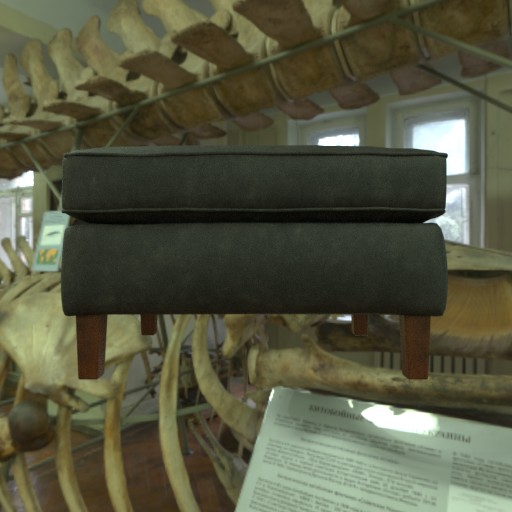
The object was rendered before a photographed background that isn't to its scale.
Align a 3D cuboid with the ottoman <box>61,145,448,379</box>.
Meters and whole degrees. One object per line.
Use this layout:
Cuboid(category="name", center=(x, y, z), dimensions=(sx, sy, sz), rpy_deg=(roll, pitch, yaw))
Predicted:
Cuboid(category="ottoman", center=(0.000, 0.000, 0.958), dimensions=(0.665, 0.413, 0.501), rpy_deg=(0, 0, 0))
